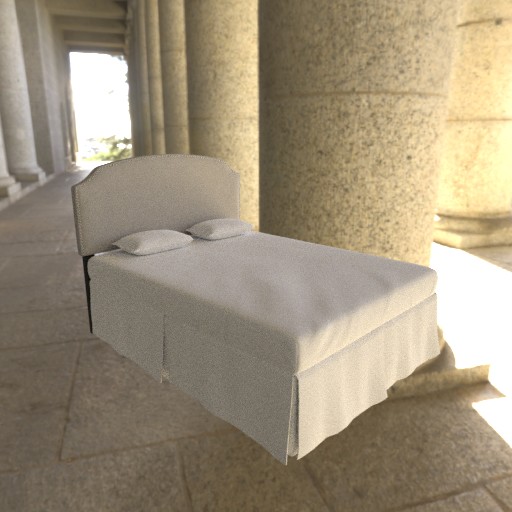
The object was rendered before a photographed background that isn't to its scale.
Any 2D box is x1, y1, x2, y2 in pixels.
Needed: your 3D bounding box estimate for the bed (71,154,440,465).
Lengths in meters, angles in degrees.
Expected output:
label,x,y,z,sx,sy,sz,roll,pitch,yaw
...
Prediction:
label,x,y,z,sx,sy,sz,roll,pitch,yaw
bed,0.000,0.000,2.946,1.999,1.270,1.558,14,21,42
